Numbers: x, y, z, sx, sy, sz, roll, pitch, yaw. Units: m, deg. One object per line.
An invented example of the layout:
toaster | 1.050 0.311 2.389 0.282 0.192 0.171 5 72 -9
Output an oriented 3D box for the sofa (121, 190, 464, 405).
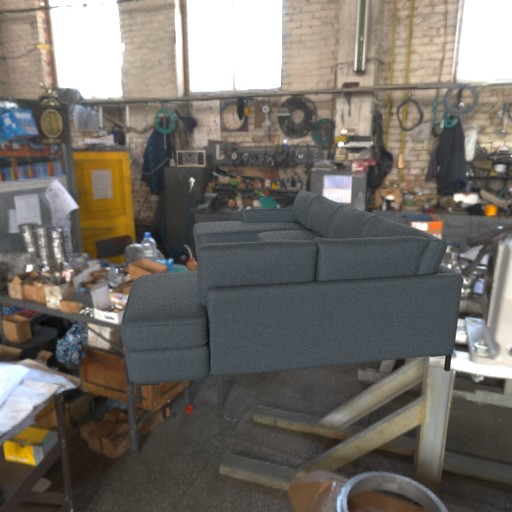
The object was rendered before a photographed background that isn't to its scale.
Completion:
sofa | 0.000 0.000 3.848 1.984 0.858 2.975 -3 15 -10
